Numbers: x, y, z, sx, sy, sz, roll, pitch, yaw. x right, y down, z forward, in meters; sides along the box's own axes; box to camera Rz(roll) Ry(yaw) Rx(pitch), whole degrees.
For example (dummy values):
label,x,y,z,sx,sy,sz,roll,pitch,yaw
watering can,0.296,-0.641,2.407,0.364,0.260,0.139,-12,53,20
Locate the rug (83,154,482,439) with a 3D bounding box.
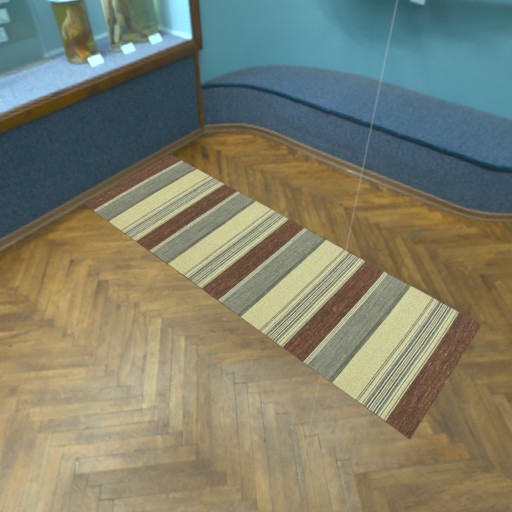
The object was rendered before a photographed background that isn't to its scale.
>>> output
label,x,y,z,sx,sy,sz,roll,pitch,yaw
rug,0.000,0.000,2.665,2.437,0.006,0.792,32,54,27
